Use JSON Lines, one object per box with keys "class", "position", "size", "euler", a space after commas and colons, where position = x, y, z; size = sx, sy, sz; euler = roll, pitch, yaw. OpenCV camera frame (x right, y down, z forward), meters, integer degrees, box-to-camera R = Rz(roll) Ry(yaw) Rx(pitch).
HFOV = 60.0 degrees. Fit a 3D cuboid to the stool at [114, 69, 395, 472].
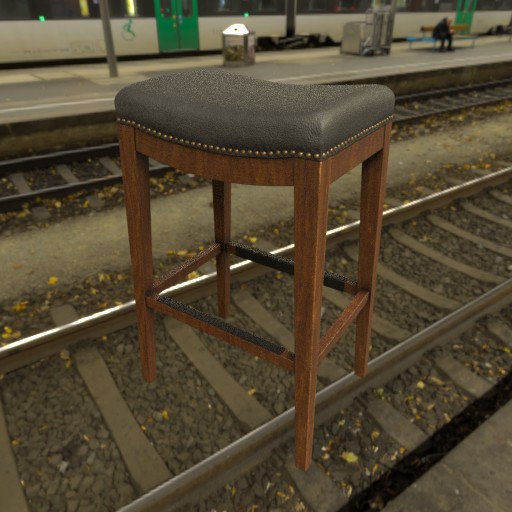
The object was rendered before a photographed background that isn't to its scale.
{"class": "stool", "position": [0.000, 0.000, 1.032], "size": [0.500, 0.765, 0.361], "euler": [18, 34, 29]}
